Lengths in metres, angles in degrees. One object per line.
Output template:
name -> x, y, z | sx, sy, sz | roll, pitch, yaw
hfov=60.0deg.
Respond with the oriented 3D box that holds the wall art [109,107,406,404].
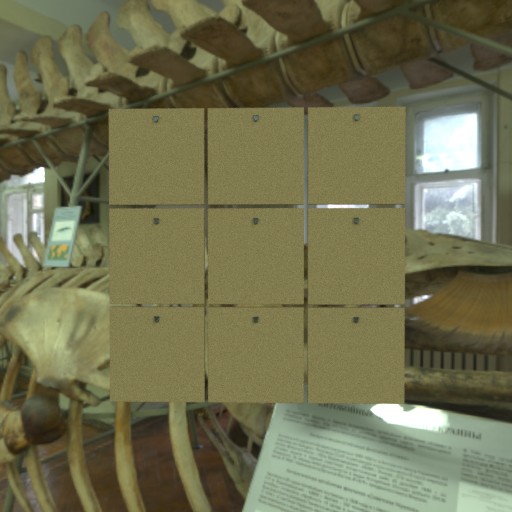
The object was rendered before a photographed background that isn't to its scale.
wall art -> 0.000, 0.000, 1.834 | 1.221, 1.218, 0.024 | 0, 1, 1
